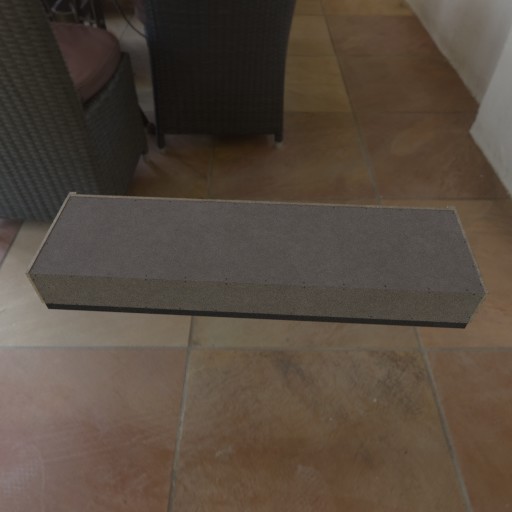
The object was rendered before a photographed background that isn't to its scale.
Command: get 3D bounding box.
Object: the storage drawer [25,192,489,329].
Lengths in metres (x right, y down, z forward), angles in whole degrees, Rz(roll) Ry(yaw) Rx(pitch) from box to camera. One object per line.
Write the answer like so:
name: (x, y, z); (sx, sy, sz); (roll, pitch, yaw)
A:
storage drawer: (0.000, 0.000, 2.278); (2.072, 0.274, 0.591); (2, 47, 2)
